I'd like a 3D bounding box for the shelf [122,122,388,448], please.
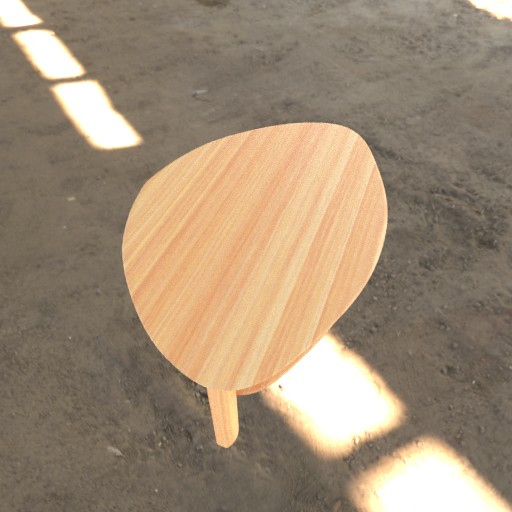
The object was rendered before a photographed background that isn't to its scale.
[{"bbox_3d":[0.000,0.000,1.639,0.845,0.440,1.246,16,50,14],"label":"shelf"}]
